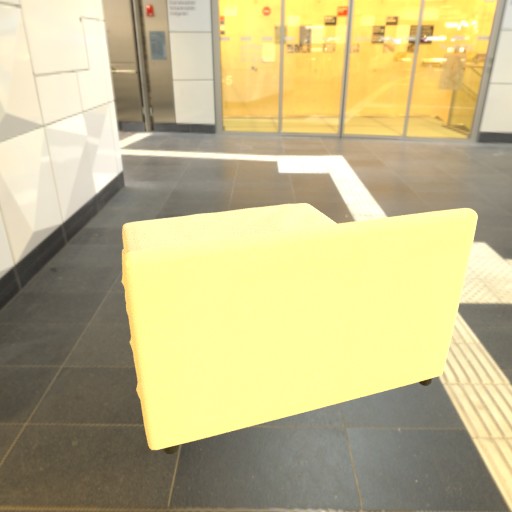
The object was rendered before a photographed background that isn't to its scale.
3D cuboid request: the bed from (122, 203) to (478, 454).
[{"bbox_3d":[0.000,0.000,3.573,2.119,1.317,2.341,-8,26,-17],"label":"bed"}]
